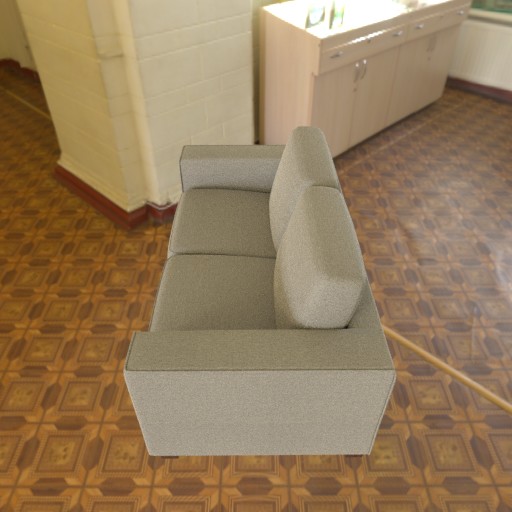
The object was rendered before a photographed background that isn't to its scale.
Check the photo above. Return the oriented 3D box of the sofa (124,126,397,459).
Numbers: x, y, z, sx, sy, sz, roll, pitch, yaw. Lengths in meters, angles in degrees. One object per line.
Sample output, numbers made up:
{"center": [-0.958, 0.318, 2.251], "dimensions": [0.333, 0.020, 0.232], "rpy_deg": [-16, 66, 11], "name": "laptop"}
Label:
{"center": [0.000, 0.000, 2.406], "dimensions": [1.007, 0.924, 1.812], "rpy_deg": [0, 40, 0], "name": "sofa"}
